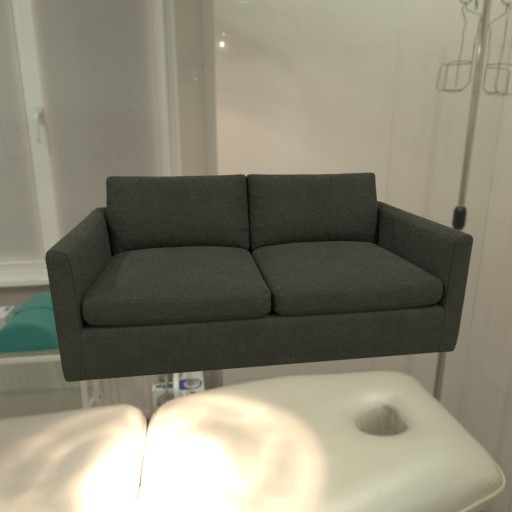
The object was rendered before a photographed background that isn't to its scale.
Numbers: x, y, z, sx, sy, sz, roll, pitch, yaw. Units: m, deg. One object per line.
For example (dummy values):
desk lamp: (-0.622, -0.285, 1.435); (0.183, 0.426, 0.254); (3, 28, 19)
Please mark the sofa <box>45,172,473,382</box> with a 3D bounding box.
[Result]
sofa: (0.000, 0.000, 2.498); (1.909, 0.845, 1.091); (-2, 16, -9)
